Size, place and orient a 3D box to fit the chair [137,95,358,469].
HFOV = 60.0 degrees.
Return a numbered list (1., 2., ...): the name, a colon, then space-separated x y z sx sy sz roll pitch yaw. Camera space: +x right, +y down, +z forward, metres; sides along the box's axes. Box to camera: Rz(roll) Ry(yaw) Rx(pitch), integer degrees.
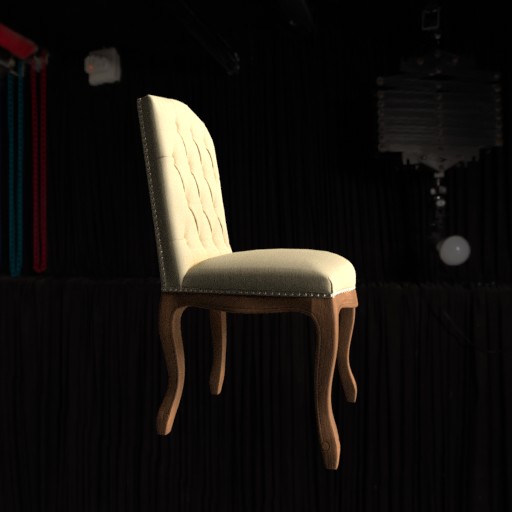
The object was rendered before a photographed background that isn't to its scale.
1. chair: 0.000 0.000 1.597 0.715 1.165 0.623 0 0 17
